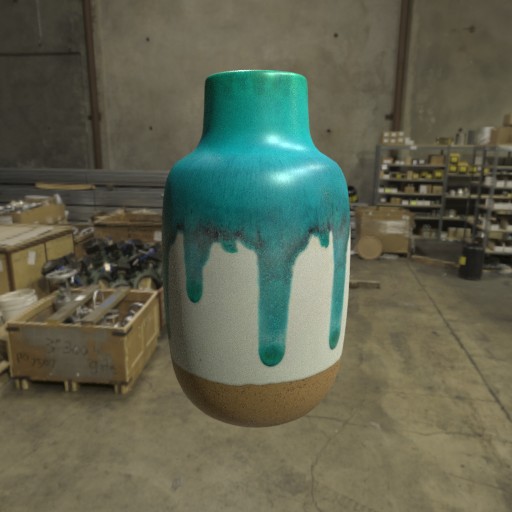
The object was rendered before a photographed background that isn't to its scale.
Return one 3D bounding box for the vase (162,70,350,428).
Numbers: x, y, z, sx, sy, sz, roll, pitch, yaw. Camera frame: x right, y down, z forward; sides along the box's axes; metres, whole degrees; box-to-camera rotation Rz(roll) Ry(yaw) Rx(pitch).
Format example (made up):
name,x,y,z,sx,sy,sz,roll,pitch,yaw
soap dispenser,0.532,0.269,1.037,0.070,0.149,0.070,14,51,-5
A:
name,x,y,z,sx,sy,sz,roll,pitch,yaw
vase,0.000,0.000,0.254,0.106,0.192,0.106,0,14,0
